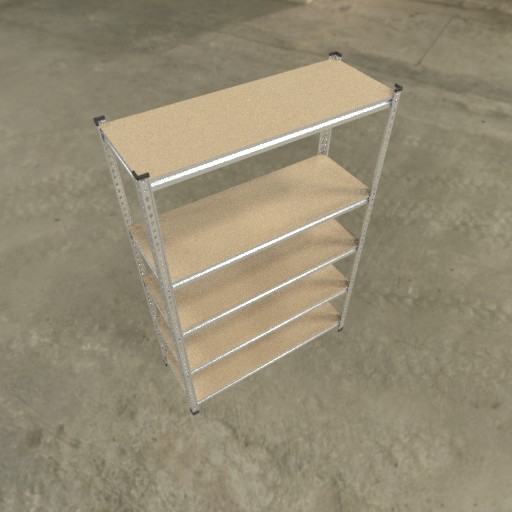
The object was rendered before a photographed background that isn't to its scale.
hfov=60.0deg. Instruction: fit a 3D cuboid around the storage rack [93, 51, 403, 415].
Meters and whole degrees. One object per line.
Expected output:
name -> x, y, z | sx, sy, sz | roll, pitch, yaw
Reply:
storage rack -> 0.000, 0.000, 2.477 | 1.219, 1.829, 0.457 | -24, 51, -22
